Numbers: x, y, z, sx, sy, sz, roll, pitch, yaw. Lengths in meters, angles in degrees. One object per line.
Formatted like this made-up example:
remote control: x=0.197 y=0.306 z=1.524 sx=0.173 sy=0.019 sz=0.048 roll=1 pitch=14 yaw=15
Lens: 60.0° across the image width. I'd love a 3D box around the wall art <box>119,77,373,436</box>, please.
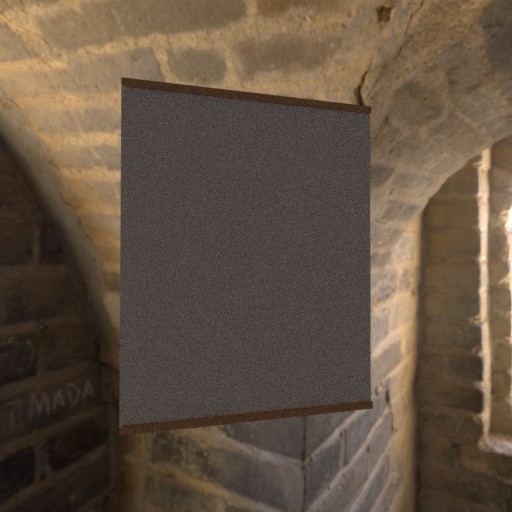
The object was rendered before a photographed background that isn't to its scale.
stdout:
wall art: x=0.000 y=0.000 z=0.690 sx=0.404 sy=0.507 sz=0.010 roll=0 pitch=-1 yaw=-17
